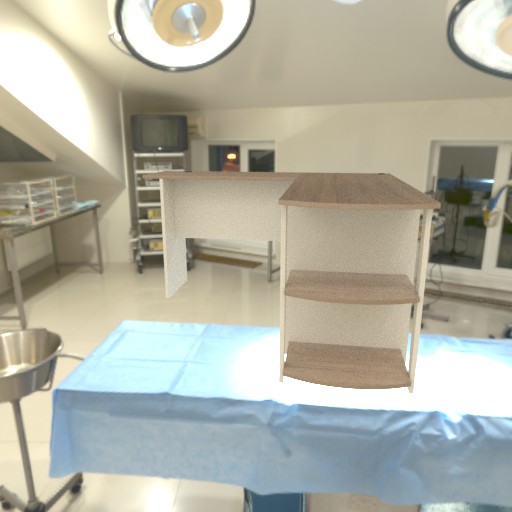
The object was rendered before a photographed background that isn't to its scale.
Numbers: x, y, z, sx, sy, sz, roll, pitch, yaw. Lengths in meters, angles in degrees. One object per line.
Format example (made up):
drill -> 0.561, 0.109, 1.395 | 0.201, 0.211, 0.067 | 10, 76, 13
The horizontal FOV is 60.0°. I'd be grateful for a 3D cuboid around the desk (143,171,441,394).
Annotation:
desk -> 0.000, 0.000, 2.143 | 1.361, 0.716, 1.303 | 2, 15, 9
